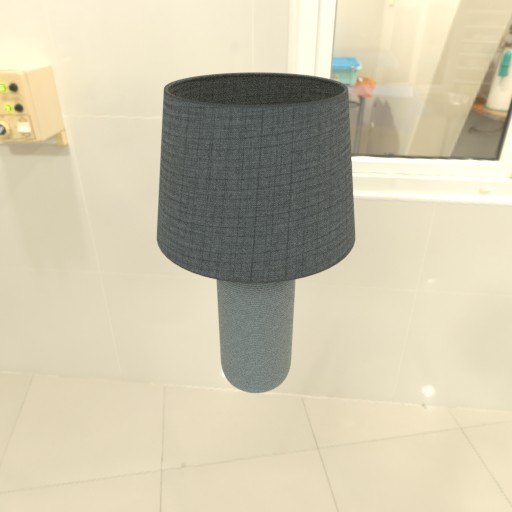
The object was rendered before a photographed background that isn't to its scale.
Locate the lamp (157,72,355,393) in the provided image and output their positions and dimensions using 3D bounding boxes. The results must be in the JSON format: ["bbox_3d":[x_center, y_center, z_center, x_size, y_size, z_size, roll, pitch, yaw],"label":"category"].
[{"bbox_3d":[0.000,0.000,0.591,0.251,0.429,0.251,0,30,0],"label":"lamp"}]
